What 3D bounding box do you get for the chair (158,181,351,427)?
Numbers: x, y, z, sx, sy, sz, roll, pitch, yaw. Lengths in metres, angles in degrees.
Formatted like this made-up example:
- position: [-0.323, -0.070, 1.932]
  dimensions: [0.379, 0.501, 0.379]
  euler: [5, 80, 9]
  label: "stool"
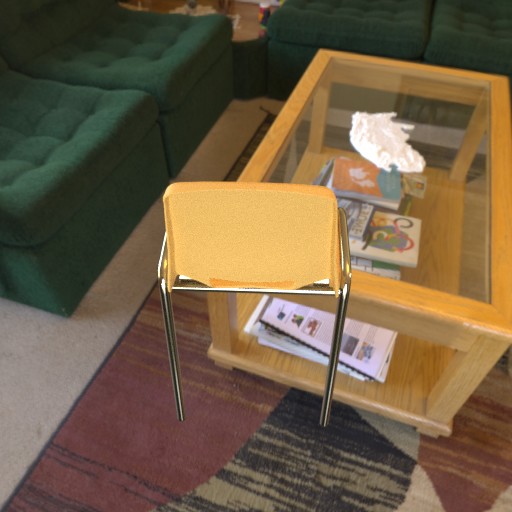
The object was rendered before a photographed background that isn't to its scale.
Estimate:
- position: [0.000, 0.000, 0.933]
  dimensions: [0.381, 0.704, 0.436]
  euler: [2, 47, 2]
  label: "chair"
